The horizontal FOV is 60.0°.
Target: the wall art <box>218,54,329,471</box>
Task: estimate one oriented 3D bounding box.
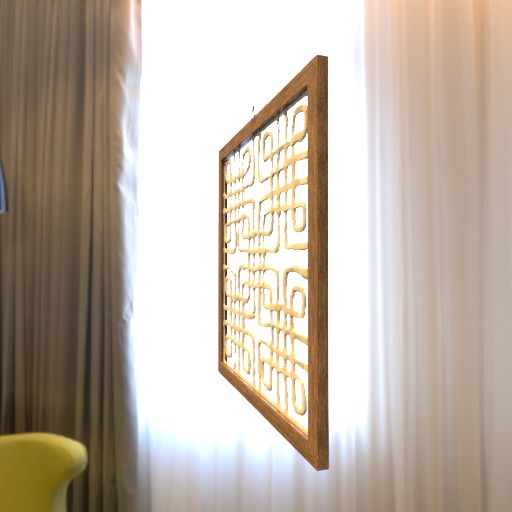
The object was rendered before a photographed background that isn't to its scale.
[{"bbox_3d":[0.000,0.000,0.863,0.021,0.582,0.561,0,-1,-19],"label":"wall art"}]
